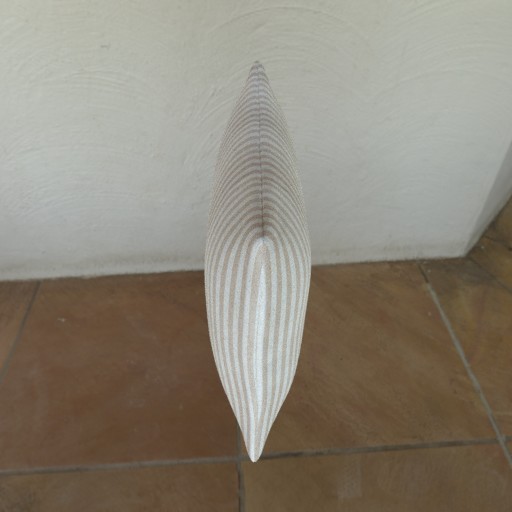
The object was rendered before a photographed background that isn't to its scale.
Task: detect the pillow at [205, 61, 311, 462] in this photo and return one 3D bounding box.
[{"bbox_3d":[0.000,0.000,0.795,0.166,0.510,0.523,0,42,0],"label":"pillow"}]
